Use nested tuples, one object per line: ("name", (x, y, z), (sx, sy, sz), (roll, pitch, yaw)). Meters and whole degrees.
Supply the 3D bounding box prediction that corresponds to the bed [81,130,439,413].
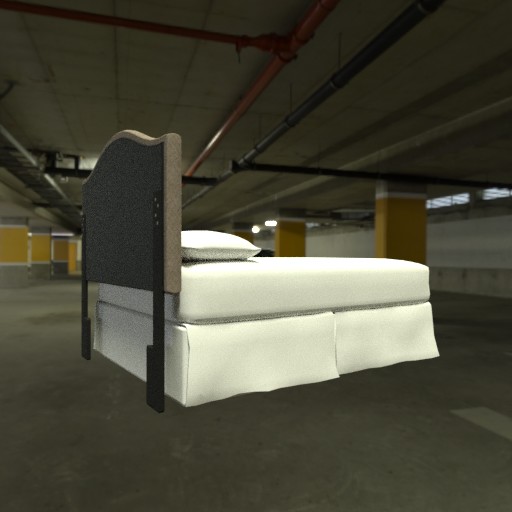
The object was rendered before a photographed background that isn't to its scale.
("bed", (0.000, 0.000, 3.342), (2.153, 1.518, 1.713), (0, 0, -35))
